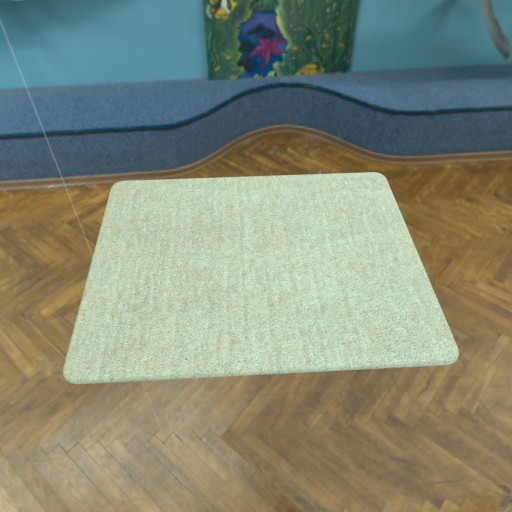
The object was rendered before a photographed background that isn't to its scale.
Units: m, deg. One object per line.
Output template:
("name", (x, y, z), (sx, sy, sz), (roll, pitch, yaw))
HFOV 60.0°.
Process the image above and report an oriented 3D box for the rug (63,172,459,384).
("rug", (0.000, 0.000, 3.453), (2.528, 0.048, 2.009), (-2, 47, -2))
